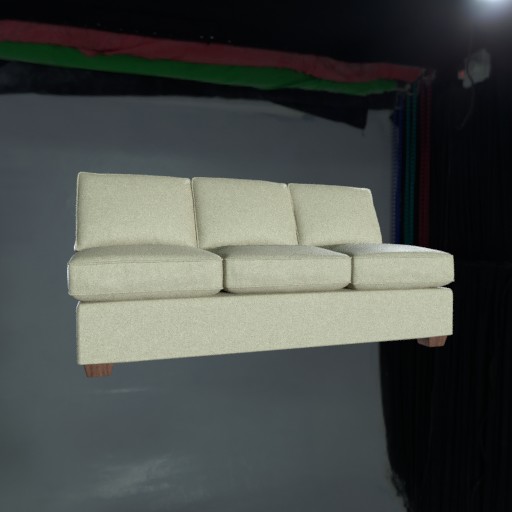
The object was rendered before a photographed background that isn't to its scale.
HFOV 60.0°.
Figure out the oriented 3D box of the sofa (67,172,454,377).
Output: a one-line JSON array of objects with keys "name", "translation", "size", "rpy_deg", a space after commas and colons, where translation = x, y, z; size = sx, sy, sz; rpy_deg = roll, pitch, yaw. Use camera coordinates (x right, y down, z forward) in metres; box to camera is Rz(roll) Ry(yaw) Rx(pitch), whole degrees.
[{"name": "sofa", "translation": [0.000, 0.000, 2.545], "size": [1.962, 0.973, 1.027], "rpy_deg": [-1, 2, -18]}]
